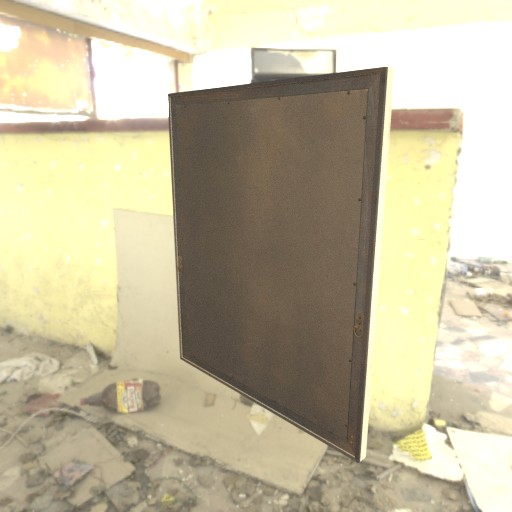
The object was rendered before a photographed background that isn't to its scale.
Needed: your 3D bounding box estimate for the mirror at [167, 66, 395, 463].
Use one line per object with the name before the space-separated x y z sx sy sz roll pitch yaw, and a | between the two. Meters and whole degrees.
mirror | 0.000 0.000 1.209 0.032 0.882 0.730 -14 20 -43
